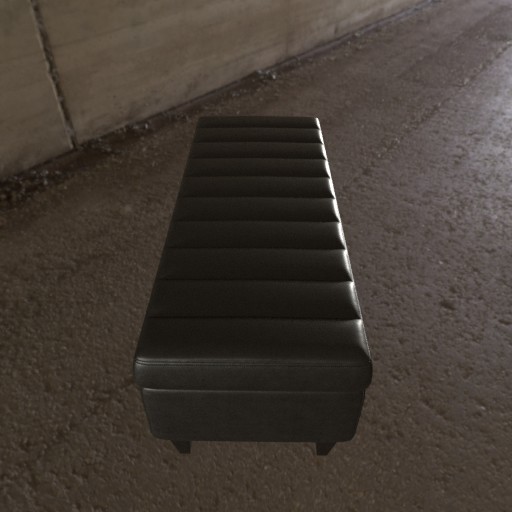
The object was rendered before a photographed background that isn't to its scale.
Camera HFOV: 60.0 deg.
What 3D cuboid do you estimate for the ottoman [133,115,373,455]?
[{"bbox_3d":[0.000,0.000,1.408,0.482,0.469,1.151,1,41,1],"label":"ottoman"}]
